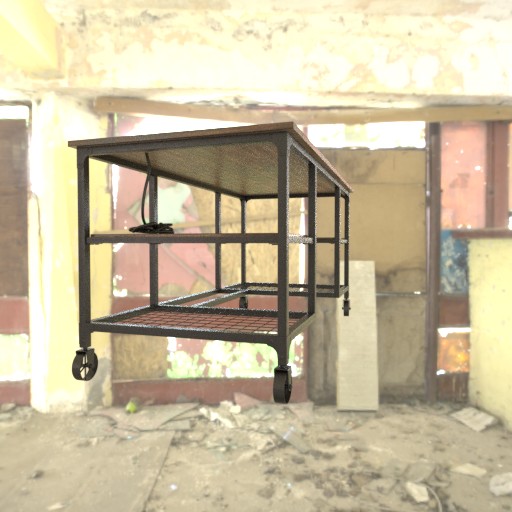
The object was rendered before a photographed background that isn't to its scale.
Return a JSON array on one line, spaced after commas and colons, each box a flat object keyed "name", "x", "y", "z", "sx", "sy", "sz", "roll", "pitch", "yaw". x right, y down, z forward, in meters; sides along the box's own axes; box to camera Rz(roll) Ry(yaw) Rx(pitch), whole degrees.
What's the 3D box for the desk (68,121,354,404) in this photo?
[{"name": "desk", "x": 0.000, "y": 0.000, "z": 2.007, "sx": 0.711, "sy": 0.751, "sz": 1.590, "roll": 1, "pitch": 2, "yaw": 18}]
